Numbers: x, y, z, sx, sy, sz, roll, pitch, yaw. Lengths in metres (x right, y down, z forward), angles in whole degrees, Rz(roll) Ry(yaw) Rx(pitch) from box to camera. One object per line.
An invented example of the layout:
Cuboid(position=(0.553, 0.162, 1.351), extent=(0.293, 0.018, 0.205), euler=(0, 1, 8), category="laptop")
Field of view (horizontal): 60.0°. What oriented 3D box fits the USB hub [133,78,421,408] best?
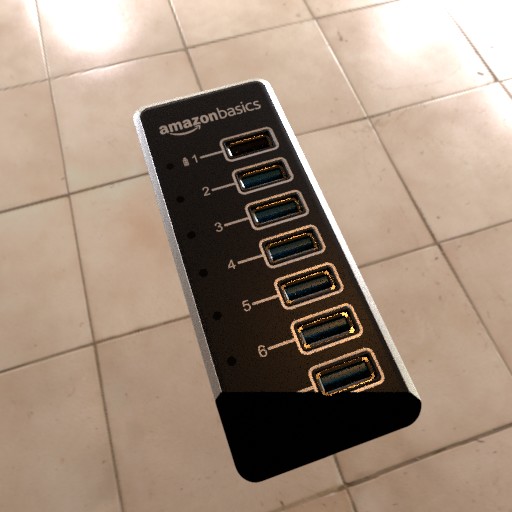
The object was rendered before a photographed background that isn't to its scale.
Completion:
Cuboid(position=(0.000, 0.000, 0.127), extent=(0.044, 0.023, 0.110), euler=(-17, 66, -8), category="USB hub")
